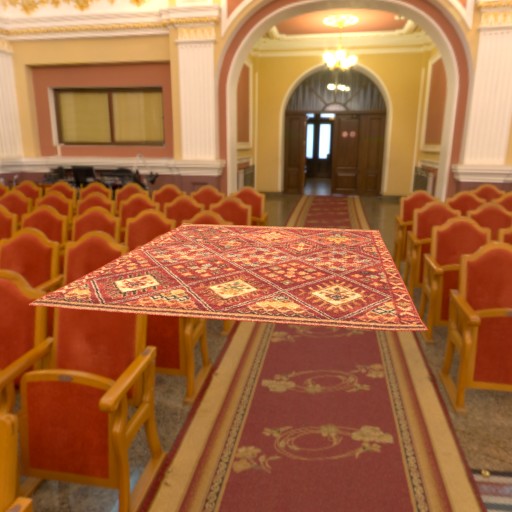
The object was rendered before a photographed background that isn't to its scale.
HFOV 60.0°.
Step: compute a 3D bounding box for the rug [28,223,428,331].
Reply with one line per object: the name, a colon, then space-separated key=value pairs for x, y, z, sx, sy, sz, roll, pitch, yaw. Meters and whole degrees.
rug: x=0.000 y=0.000 z=4.144 sx=2.489 sy=0.030 sz=3.086 roll=2 pitch=14 yaw=10
